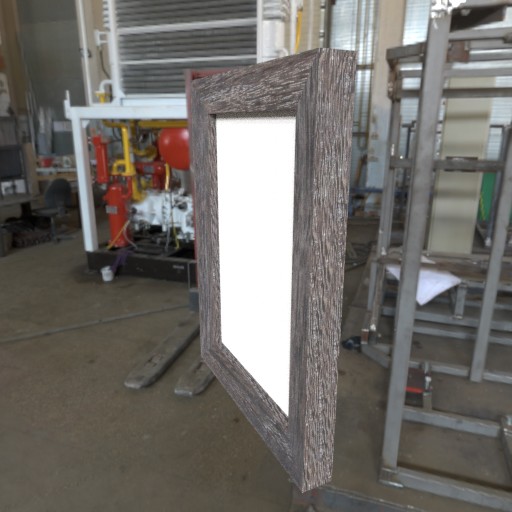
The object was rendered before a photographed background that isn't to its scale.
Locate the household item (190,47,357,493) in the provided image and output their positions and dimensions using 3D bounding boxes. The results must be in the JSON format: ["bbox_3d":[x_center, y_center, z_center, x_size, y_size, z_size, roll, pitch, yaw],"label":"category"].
[{"bbox_3d":[0.000,0.000,0.231,0.020,0.180,0.133,-8,18,-25],"label":"household item"}]
